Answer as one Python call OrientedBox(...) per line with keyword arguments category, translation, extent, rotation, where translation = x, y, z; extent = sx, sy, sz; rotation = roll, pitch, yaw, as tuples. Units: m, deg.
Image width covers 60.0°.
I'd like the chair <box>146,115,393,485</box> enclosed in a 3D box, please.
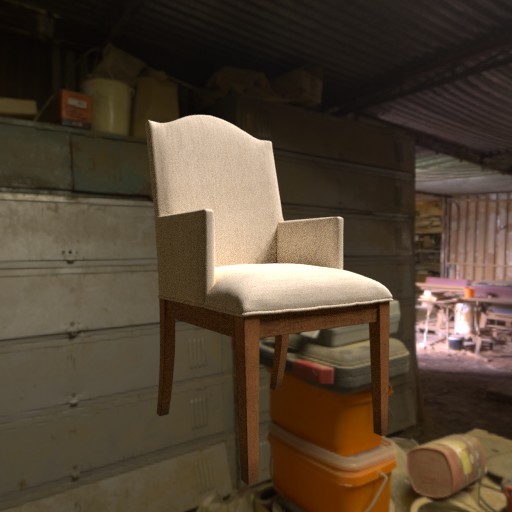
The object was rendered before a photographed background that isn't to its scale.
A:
OrientedBox(category="chair", translation=(0.000, 0.000, 1.383), extent=(0.533, 1.016, 0.641), rotation=(-1, 1, -35))
